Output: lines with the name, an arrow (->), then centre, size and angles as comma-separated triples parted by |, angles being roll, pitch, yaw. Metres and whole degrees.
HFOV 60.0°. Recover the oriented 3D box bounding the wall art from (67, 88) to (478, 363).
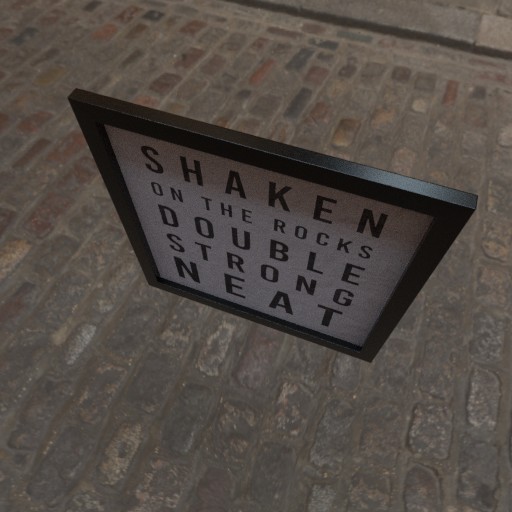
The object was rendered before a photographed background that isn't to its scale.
wall art -> 0.000, 0.000, 0.508 | 0.349, 0.349, 0.014 | 18, 60, 11
